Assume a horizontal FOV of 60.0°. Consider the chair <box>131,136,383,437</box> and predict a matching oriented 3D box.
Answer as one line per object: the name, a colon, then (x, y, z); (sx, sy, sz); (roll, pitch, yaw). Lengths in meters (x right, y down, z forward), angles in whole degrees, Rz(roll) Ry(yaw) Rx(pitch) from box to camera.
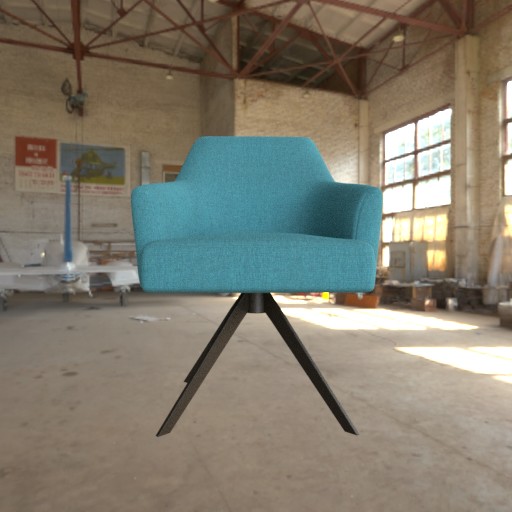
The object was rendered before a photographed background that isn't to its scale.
chair: (0.000, 0.000, 1.319); (0.642, 0.874, 0.677); (0, 0, -1)
